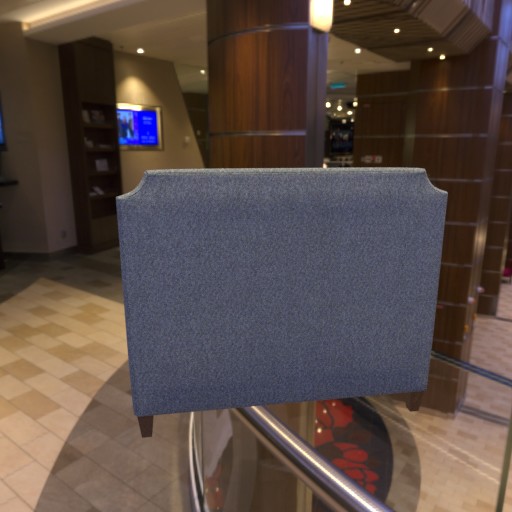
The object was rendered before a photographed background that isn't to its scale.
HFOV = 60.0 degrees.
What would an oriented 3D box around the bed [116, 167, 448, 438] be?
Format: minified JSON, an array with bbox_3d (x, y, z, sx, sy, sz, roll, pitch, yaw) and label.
[{"bbox_3d":[0.000,0.000,3.462,1.712,1.443,2.372,-2,14,-9],"label":"bed"}]
